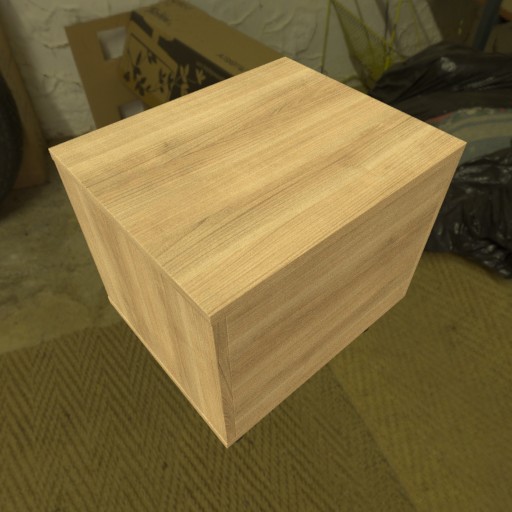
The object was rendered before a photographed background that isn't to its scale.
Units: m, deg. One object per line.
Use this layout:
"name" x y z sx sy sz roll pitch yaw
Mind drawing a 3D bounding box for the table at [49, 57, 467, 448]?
"table" 0.000 0.000 0.782 0.445 0.460 0.380 -33 55 -26
